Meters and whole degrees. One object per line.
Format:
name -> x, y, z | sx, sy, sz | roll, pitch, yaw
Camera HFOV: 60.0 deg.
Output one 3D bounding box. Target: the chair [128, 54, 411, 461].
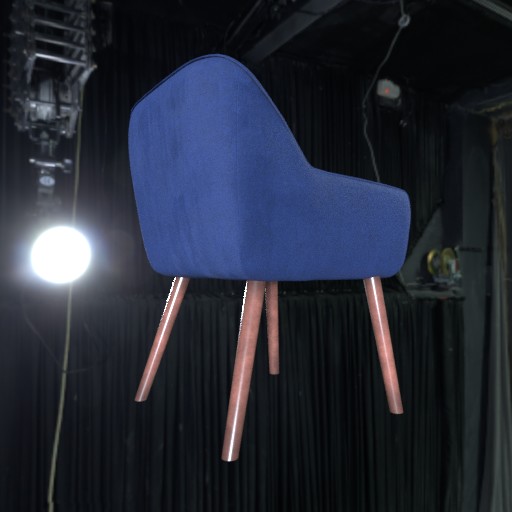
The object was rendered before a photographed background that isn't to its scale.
chair -> 0.000, 0.000, 1.224 | 0.600, 0.820, 0.600 | 1, -2, -36
